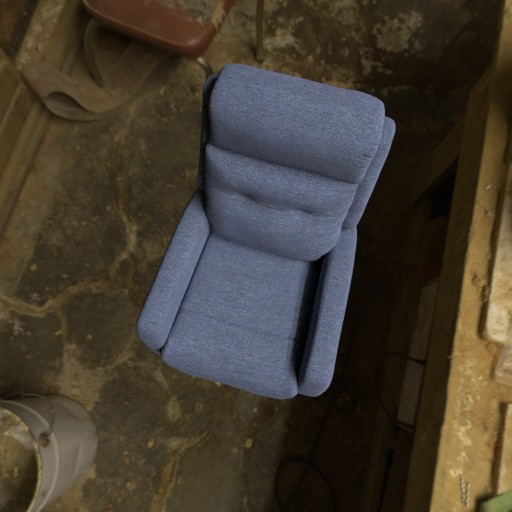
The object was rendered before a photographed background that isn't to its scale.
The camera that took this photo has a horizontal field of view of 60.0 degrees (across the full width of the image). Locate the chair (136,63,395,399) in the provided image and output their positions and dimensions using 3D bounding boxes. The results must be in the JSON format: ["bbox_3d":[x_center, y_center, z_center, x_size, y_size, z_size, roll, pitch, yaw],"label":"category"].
[{"bbox_3d":[0.000,0.000,1.759,0.798,1.013,1.043,16,76,4],"label":"chair"}]
